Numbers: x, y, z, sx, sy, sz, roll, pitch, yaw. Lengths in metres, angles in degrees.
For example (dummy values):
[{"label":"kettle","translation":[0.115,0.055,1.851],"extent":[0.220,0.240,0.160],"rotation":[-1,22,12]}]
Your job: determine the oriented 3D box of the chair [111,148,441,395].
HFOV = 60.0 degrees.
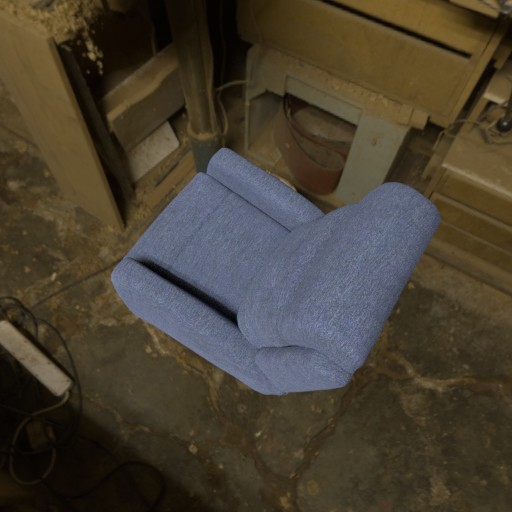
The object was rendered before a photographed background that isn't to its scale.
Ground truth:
[{"label":"chair","translation":[0.000,0.000,1.756],"extent":[1.043,1.013,0.798],"rotation":[30,67,14]}]
